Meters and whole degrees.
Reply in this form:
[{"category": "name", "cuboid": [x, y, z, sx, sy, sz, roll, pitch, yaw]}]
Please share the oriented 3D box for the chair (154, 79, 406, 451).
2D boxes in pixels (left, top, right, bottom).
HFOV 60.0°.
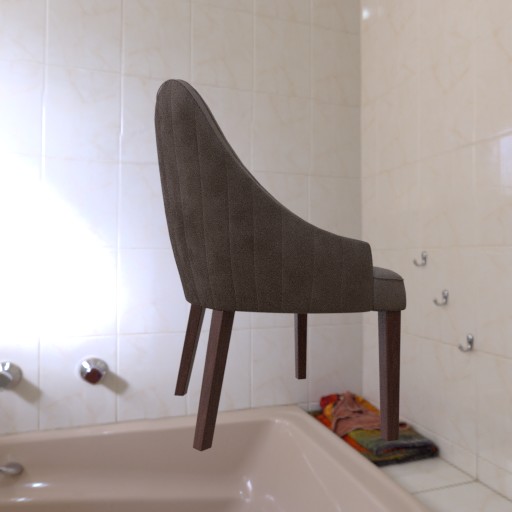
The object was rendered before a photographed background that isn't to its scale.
[{"category": "chair", "cuboid": [0.000, 0.000, 1.282, 0.575, 0.889, 0.643, 0, -1, -16]}]
